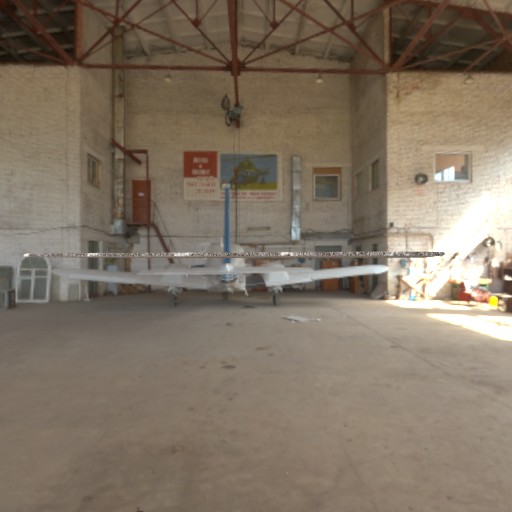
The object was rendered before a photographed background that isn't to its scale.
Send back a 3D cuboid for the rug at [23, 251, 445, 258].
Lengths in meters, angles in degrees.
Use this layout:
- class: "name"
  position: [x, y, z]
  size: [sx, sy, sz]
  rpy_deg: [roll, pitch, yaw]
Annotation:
- class: "rug"
  position: [0.000, 0.000, 4.123]
  size: [3.047, 0.029, 2.438]
  rpy_deg: [0, 0, 18]
